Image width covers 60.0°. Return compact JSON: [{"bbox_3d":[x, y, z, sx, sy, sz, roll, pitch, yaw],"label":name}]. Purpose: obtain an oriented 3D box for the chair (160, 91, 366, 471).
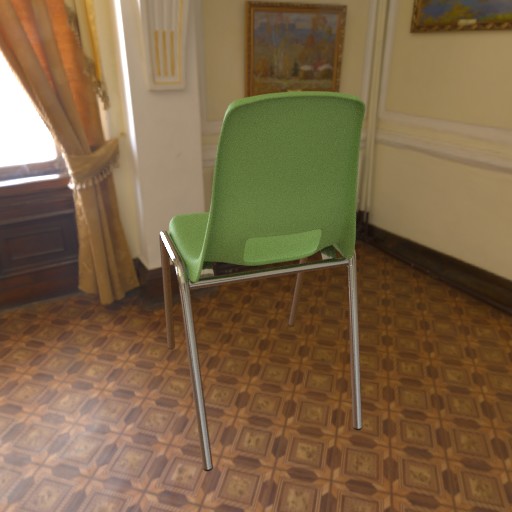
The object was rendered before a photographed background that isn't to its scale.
[{"bbox_3d":[0.000,0.000,0.958,0.381,0.704,0.436,-8,27,-16],"label":"chair"}]
